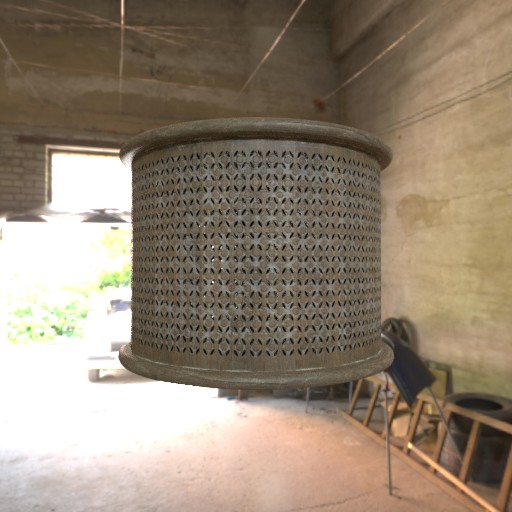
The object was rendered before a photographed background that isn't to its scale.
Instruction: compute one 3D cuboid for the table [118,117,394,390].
[{"bbox_3d":[0.000,0.000,1.025,0.607,0.450,0.607,0,-1,0],"label":"table"}]
